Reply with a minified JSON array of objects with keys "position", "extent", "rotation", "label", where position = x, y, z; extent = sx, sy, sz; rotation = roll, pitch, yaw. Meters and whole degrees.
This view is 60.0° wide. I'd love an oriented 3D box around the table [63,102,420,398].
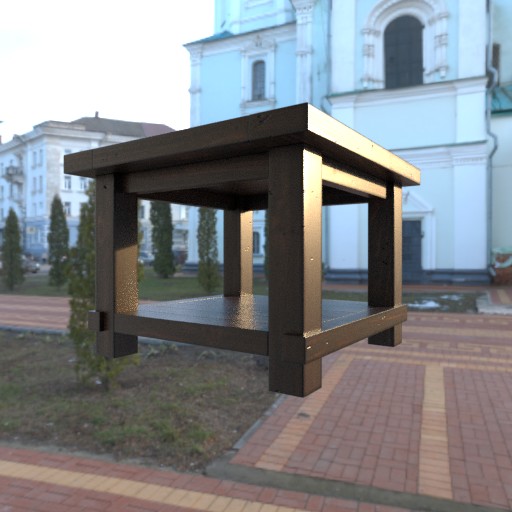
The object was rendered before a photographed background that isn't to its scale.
[{"position":[0.000,0.000,1.039],"extent":[0.593,0.437,0.606],"rotation":[0,0,35],"label":"table"}]
